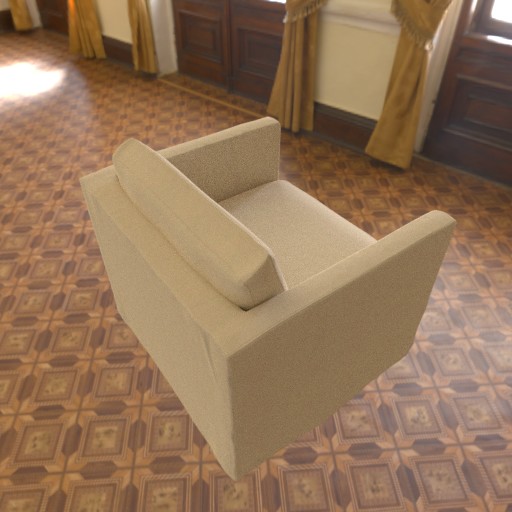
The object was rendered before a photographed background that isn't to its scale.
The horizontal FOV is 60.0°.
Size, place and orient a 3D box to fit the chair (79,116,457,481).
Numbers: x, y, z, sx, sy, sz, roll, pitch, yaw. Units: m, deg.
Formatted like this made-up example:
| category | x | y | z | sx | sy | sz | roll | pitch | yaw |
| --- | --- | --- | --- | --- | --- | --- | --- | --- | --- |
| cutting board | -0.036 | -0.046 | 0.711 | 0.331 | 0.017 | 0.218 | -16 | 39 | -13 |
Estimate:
| category | x | y | z | sx | sy | sz | roll | pitch | yaw |
| --- | --- | --- | --- | --- | --- | --- | --- | --- | --- |
| chair | 0.000 | 0.000 | 1.745 | 0.947 | 0.851 | 1.057 | -26 | 47 | -27 |
